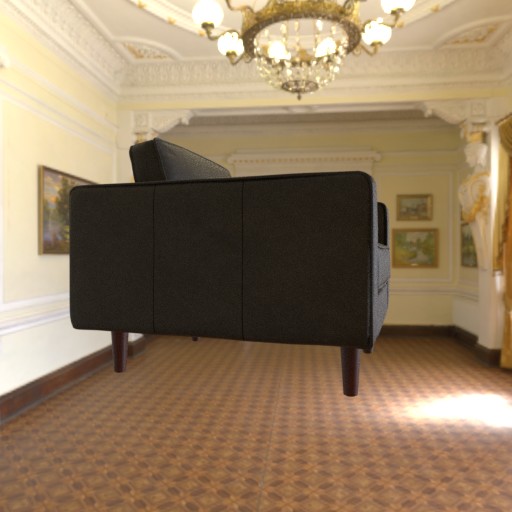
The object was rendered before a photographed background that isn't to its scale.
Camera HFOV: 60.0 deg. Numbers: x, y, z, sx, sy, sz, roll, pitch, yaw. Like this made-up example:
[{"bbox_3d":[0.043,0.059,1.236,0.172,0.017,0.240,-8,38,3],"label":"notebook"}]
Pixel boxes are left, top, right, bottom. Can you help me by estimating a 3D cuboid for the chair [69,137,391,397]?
[{"bbox_3d":[0.000,0.000,1.595,0.914,0.763,0.889,0,0,19],"label":"chair"}]
